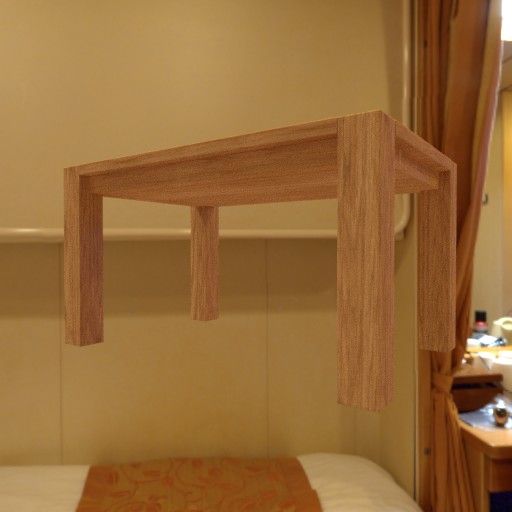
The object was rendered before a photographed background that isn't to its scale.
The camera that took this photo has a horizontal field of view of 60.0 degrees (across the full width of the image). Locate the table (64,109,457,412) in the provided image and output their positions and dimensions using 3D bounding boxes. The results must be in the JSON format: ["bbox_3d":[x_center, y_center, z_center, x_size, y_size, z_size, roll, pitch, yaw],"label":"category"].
[{"bbox_3d":[0.000,0.000,1.877,1.400,0.760,0.900,1,1,35],"label":"table"}]
